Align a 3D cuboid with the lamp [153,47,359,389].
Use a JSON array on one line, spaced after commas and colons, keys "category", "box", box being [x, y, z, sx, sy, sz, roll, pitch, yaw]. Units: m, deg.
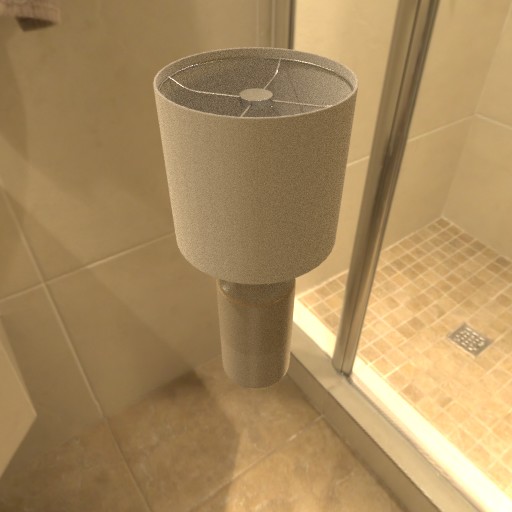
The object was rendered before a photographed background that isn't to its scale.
[{"category": "lamp", "box": [0.000, 0.000, 0.623, 0.212, 0.493, 0.212, 12, 42, 13]}]
